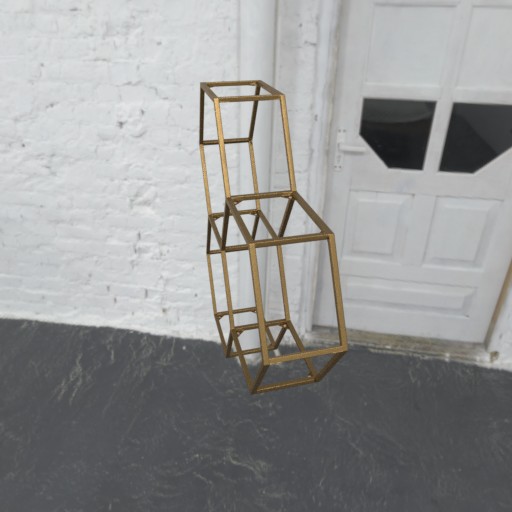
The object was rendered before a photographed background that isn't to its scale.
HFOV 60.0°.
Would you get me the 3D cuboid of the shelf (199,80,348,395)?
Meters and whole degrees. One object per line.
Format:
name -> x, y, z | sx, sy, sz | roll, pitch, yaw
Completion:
shelf -> 0.000, 0.000, 1.043 | 0.150, 0.701, 0.708 | -7, 31, -12
